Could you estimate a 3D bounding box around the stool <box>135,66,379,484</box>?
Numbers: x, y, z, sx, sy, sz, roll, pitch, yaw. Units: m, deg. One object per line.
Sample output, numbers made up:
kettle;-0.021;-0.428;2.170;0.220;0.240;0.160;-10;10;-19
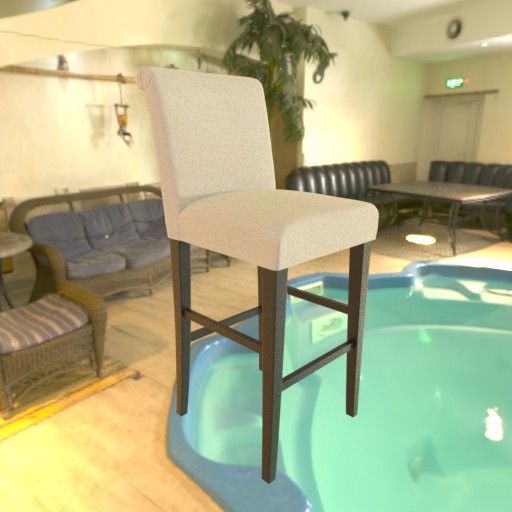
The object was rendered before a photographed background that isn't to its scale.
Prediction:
stool;0.000;0.000;1.410;0.452;1.124;0.597;-15;22;-43
